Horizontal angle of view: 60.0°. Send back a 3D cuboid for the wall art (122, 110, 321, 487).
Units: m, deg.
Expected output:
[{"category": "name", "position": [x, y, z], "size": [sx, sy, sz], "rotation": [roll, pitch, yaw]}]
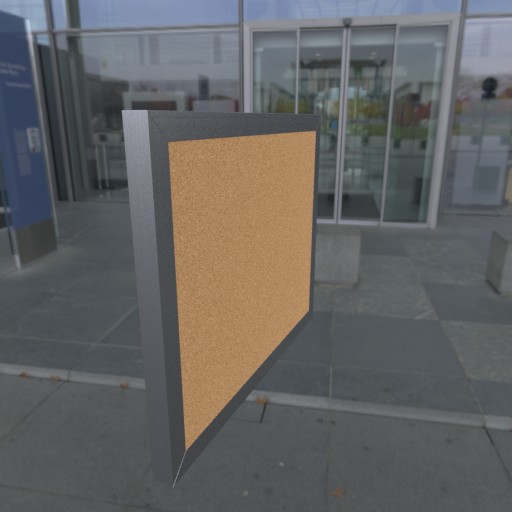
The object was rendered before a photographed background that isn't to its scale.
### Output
[{"category": "wall art", "position": [0.000, 0.000, 0.743], "size": [0.032, 0.456, 0.557], "rotation": [8, 19, 24]}]
